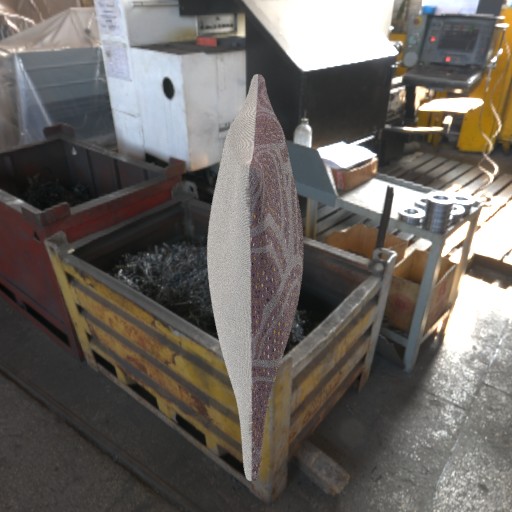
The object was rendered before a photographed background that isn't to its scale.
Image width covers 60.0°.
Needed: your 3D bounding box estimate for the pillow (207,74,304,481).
[{"bbox_3d":[0.000,0.000,0.773,0.163,0.513,0.514,1,32,1],"label":"pillow"}]
